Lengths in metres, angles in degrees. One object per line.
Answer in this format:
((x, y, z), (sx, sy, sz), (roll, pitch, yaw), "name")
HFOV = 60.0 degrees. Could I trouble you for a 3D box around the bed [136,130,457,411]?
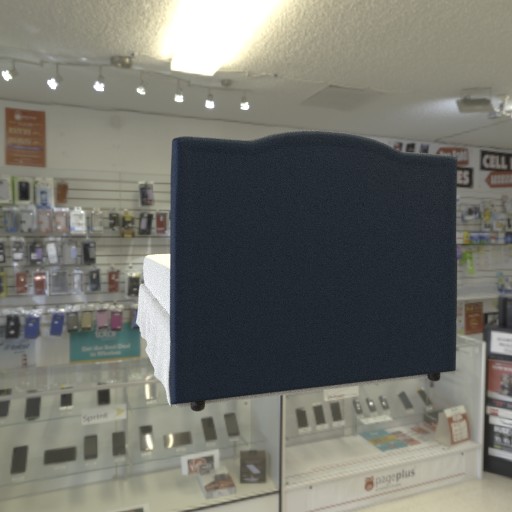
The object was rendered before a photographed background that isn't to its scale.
((0.000, 0.000, 3.565), (1.741, 1.441, 2.507), (-1, 2, -19), "bed")
